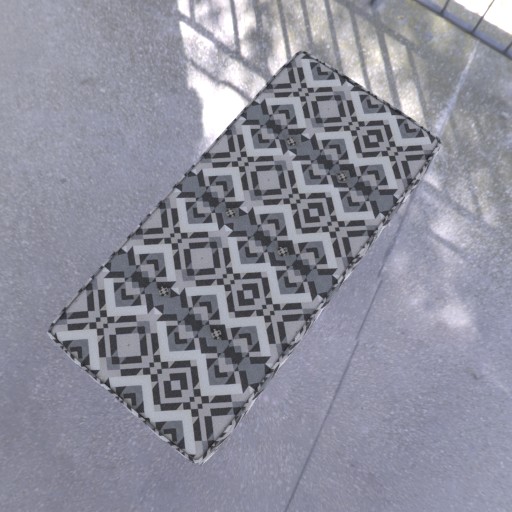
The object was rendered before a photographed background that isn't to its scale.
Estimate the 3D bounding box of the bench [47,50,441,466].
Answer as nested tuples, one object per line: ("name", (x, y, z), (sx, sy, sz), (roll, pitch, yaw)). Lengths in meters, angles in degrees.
("bench", (0.000, 0.000, 1.306), (0.492, 0.477, 1.016), (37, 78, 9))
